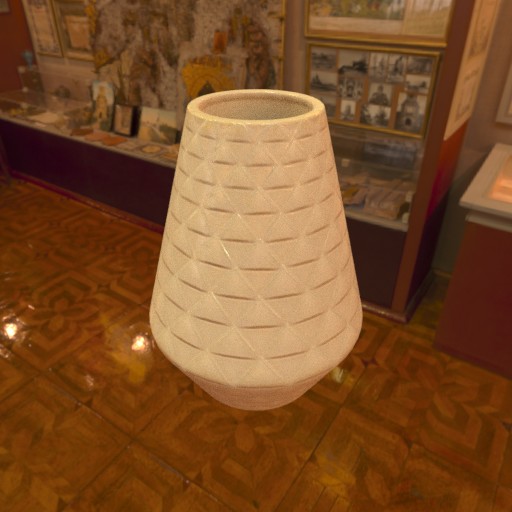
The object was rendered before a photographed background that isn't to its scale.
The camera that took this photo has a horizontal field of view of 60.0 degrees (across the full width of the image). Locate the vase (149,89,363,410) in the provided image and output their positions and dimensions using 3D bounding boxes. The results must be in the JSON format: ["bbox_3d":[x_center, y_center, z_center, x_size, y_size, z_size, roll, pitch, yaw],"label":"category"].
[{"bbox_3d":[0.000,0.000,0.345,0.175,0.230,0.175,0,32,0],"label":"vase"}]
